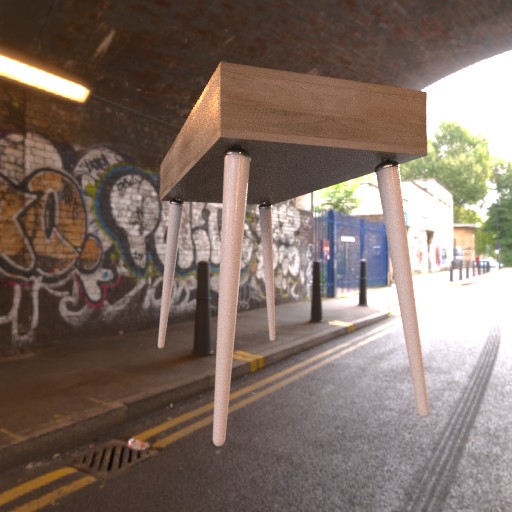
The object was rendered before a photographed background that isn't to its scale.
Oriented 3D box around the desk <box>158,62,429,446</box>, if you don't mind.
[{"bbox_3d":[0.000,0.000,1.367,0.491,0.723,0.979,0,0,-19],"label":"desk"}]
